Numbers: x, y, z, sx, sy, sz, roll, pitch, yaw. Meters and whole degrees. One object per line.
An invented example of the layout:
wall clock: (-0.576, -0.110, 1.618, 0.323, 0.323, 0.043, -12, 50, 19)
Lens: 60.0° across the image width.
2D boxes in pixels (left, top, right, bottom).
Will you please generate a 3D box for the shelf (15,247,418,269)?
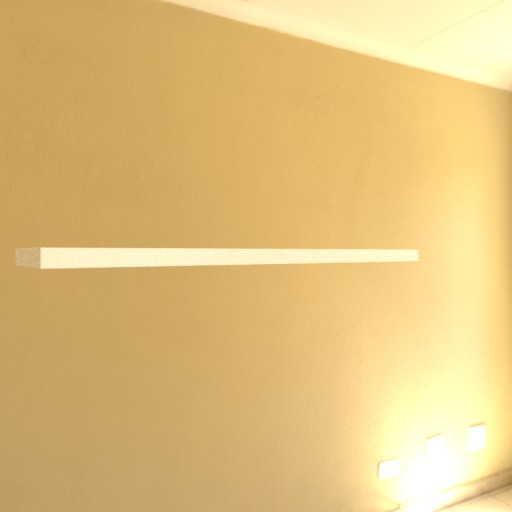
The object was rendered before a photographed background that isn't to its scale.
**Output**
shelf: (0.000, 0.000, 0.653, 0.610, 0.020, 0.140, 0, 1, -37)
